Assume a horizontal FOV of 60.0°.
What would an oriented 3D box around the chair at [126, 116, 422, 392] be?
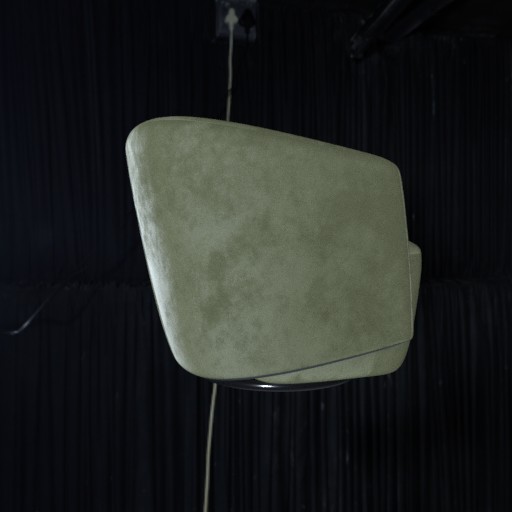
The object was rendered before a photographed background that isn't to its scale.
[{"bbox_3d":[0.000,0.000,1.361,0.767,0.698,0.773,0,0,-19],"label":"chair"}]
